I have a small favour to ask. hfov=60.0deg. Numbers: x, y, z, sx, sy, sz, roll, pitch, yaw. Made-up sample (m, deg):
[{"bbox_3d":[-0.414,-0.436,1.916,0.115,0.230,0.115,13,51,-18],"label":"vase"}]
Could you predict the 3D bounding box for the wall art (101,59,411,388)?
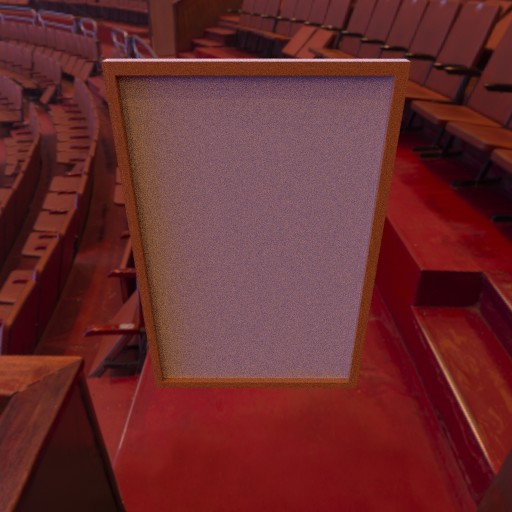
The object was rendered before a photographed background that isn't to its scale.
[{"bbox_3d":[0.000,0.000,1.123,0.610,0.916,0.037,0,31,0],"label":"wall art"}]
